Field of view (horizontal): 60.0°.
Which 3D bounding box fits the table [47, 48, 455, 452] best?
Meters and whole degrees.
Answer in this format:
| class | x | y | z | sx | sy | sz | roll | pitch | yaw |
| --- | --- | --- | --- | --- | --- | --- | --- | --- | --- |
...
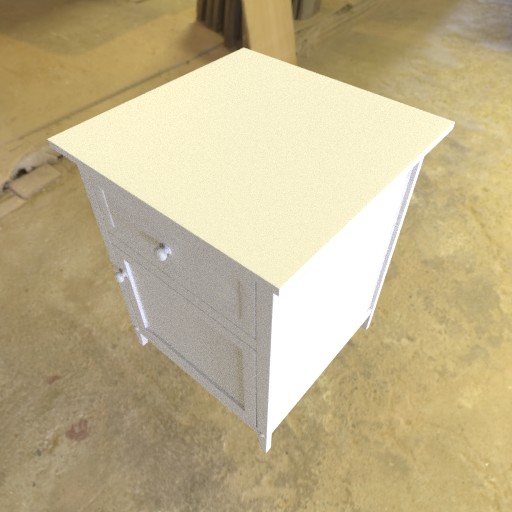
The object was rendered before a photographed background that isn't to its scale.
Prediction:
| class | x | y | z | sx | sy | sz | roll | pitch | yaw |
| --- | --- | --- | --- | --- | --- | --- | --- | --- | --- |
| table | 0.000 | 0.000 | 0.758 | 0.381 | 0.483 | 0.381 | 32 | 54 | 26 |
